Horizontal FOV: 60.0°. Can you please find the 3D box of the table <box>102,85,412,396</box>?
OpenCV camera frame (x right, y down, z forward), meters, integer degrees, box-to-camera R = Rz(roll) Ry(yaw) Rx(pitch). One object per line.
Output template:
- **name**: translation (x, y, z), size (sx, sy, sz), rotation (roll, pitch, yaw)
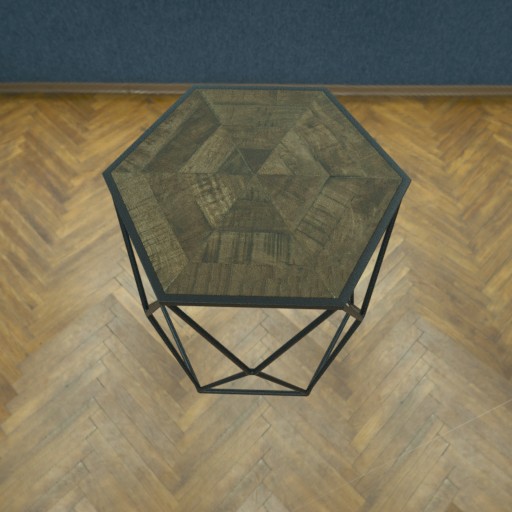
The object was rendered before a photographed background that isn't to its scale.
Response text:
- **table**: translation (0.000, 0.000, 1.065), size (0.578, 0.564, 0.579), rotation (1, 58, 1)
